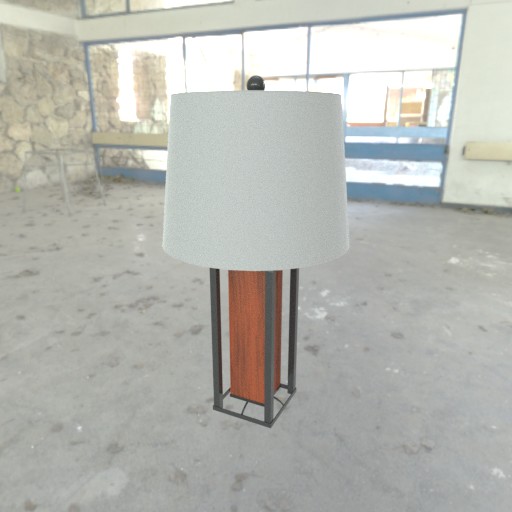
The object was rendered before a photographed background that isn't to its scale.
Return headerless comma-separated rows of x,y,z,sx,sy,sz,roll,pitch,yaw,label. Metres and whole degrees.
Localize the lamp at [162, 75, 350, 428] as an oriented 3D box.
0.000,0.000,0.780,0.320,0.591,0.320,0,17,0,lamp
